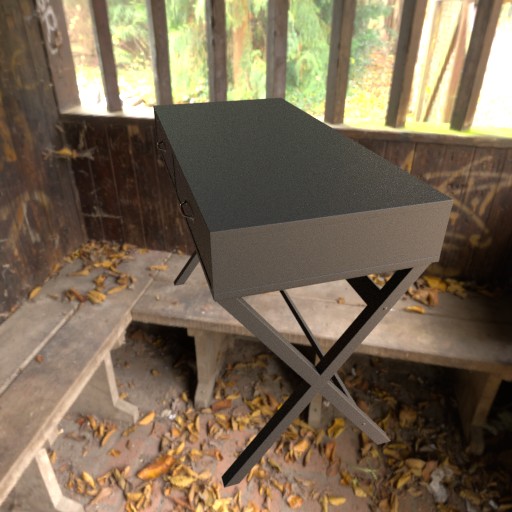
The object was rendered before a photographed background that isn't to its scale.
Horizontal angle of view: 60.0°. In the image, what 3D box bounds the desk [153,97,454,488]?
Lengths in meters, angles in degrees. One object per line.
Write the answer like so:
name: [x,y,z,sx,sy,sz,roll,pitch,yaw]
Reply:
desk: [0.000,0.000,1.470,0.525,0.780,1.057,-9,32,-14]
